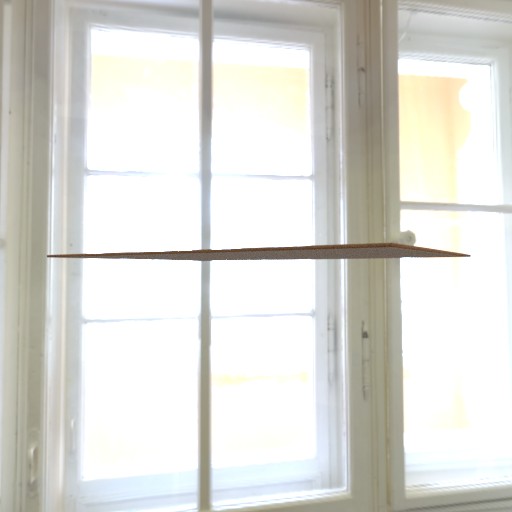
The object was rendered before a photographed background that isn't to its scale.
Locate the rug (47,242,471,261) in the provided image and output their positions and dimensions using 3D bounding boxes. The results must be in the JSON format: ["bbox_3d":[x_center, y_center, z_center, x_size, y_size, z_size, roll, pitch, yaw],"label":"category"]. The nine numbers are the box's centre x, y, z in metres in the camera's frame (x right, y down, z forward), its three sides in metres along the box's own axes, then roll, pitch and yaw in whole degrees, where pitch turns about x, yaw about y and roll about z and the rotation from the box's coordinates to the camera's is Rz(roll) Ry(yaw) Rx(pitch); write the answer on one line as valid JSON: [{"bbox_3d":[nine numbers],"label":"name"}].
[{"bbox_3d":[0.000,0.000,2.294,1.829,0.014,1.219,-1,-2,35],"label":"rug"}]
